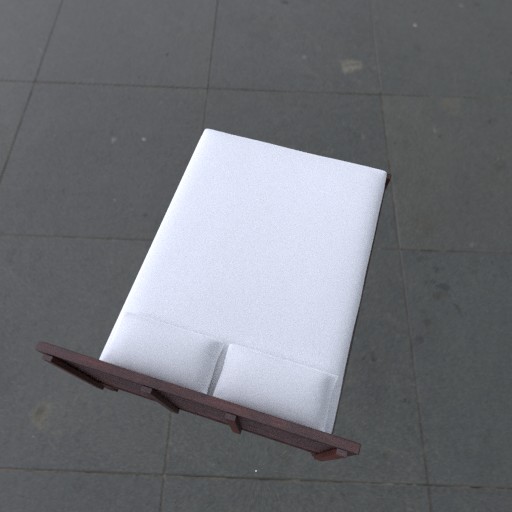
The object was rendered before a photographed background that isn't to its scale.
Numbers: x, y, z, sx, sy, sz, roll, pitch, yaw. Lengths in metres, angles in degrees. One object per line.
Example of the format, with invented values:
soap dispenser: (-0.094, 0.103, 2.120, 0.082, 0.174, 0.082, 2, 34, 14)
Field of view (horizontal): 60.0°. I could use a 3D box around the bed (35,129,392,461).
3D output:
bed: (0.000, 0.000, 3.855, 2.040, 1.492, 2.803, 15, 65, 7)
